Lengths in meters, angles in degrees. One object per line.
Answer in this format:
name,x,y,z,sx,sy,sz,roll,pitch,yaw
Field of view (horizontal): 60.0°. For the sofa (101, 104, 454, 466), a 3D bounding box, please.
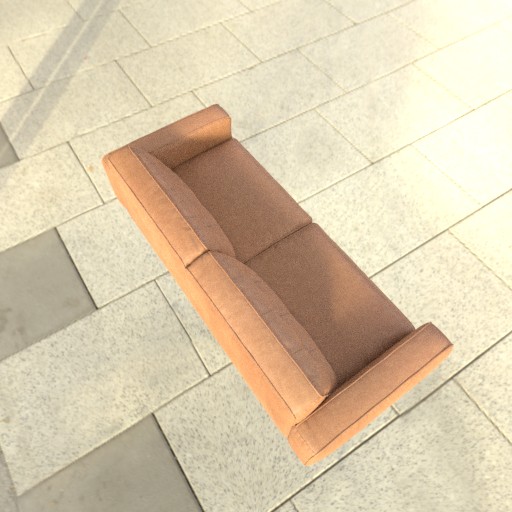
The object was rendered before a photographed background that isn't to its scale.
sofa,0.000,0.000,2.746,0.953,0.780,2.270,-31,64,-17
